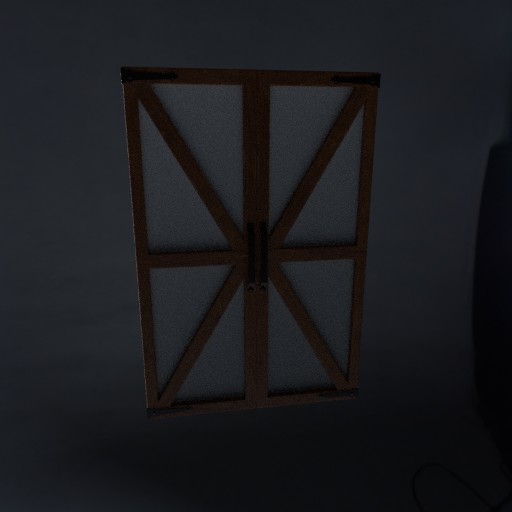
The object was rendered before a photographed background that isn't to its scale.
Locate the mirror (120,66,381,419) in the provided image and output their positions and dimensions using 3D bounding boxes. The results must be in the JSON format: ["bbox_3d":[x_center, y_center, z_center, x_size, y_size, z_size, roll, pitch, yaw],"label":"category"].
[{"bbox_3d":[0.000,0.000,0.977,0.517,0.761,0.053,-3,16,-9],"label":"mirror"}]
